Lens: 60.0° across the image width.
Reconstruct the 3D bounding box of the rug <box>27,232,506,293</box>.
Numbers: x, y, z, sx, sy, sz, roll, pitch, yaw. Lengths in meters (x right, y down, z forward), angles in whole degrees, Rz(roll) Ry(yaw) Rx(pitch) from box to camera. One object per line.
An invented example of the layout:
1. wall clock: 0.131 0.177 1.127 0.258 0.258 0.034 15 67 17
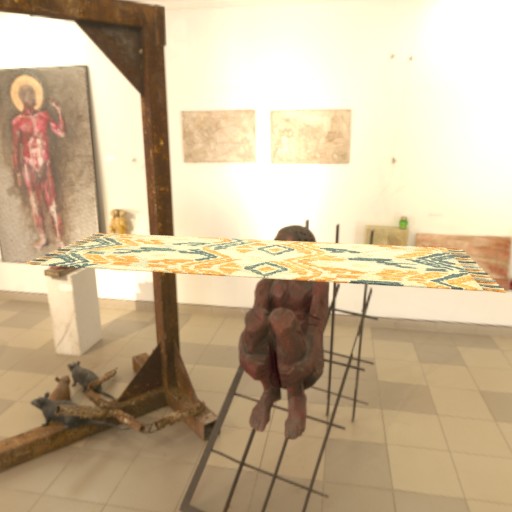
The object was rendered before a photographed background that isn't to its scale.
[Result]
1. rug: 0.000 0.000 2.571 2.437 0.010 0.783 3 16 10
